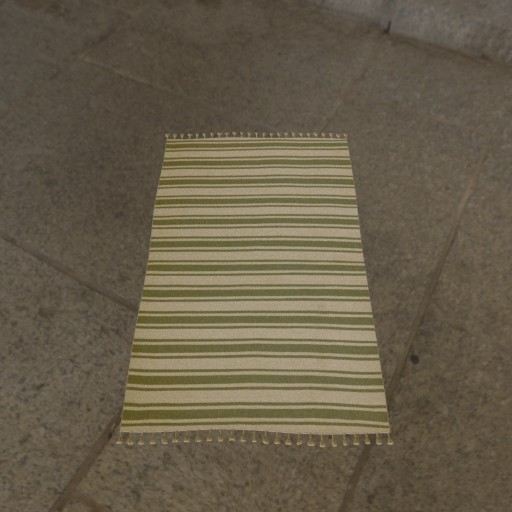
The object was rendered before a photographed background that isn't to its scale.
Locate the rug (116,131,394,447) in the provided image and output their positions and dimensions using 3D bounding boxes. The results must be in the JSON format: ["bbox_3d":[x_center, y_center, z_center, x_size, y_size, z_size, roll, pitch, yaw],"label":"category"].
[{"bbox_3d":[0.000,0.000,2.346,1.162,0.013,1.875,0,58,0],"label":"rug"}]
